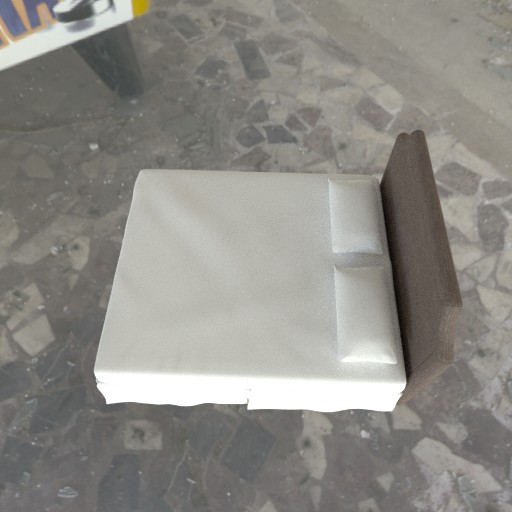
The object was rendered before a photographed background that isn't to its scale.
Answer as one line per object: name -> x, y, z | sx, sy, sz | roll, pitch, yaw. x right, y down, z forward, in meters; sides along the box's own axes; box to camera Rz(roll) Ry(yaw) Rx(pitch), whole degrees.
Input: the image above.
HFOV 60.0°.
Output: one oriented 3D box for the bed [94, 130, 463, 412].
bed -> 0.000, 0.000, 4.000 | 2.773, 1.590, 2.350 | 2, 59, 1
